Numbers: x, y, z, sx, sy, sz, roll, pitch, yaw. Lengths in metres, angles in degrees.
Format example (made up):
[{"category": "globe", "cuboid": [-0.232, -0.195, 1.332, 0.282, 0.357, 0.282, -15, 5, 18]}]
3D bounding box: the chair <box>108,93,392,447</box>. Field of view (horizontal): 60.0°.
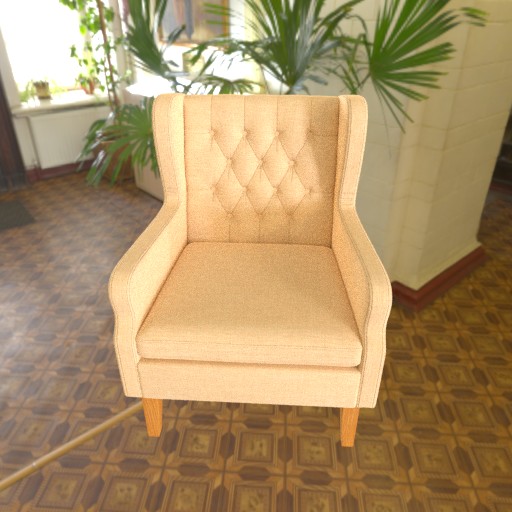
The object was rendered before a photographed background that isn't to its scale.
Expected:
[{"category": "chair", "cuboid": [0.000, 0.000, 1.442, 0.710, 0.930, 0.760, 2, 30, 3]}]
